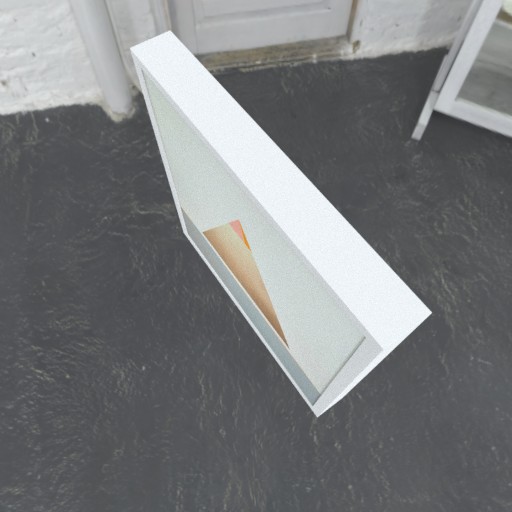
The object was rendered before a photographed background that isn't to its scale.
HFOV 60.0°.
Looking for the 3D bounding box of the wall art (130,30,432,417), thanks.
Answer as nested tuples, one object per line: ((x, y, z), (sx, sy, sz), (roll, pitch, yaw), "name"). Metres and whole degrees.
((0.000, 0.000, 0.447), (0.038, 0.304, 0.305), (-32, 68, -15), "wall art")
